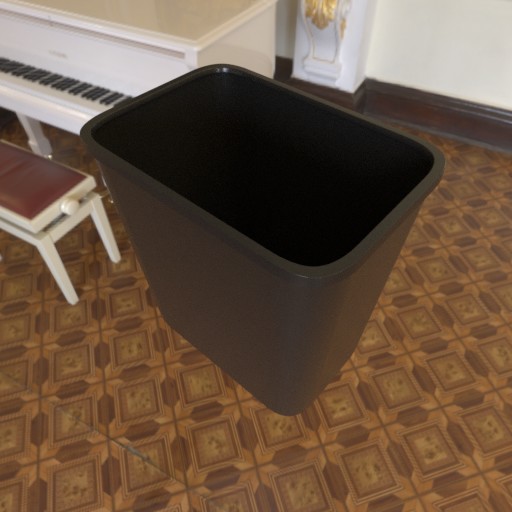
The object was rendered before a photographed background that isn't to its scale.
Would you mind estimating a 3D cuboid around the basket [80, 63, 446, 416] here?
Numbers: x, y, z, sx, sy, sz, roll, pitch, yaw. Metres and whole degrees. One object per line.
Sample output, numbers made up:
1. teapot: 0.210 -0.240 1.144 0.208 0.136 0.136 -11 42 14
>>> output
1. basket: 0.000 0.000 0.516 0.300 0.307 0.211 33 55 26
